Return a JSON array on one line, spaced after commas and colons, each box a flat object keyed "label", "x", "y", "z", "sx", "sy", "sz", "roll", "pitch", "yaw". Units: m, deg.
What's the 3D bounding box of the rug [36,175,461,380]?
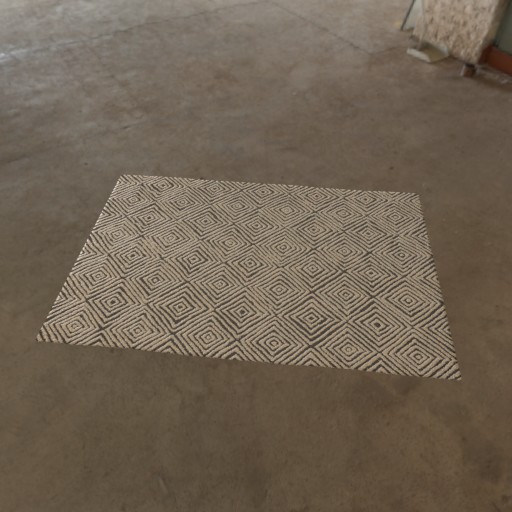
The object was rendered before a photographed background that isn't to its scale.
[{"label": "rug", "x": 0.000, "y": 0.000, "z": 2.206, "sx": 1.750, "sy": 0.004, "sz": 1.177, "roll": 4, "pitch": 47, "yaw": 4}]
